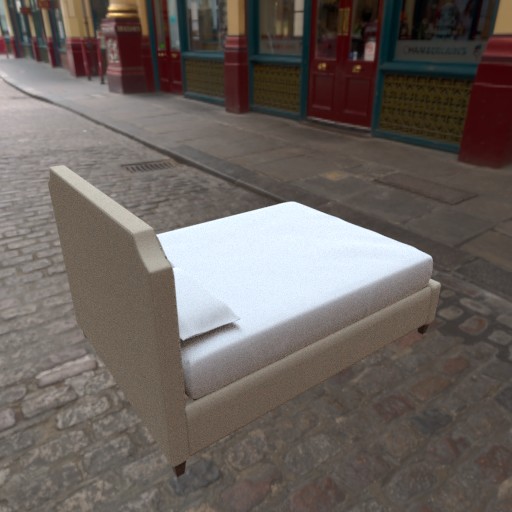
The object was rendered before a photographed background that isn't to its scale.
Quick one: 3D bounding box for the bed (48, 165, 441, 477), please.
[{"bbox_3d":[0.000,0.000,3.311,2.329,1.415,1.703,-18,31,-32],"label":"bed"}]
